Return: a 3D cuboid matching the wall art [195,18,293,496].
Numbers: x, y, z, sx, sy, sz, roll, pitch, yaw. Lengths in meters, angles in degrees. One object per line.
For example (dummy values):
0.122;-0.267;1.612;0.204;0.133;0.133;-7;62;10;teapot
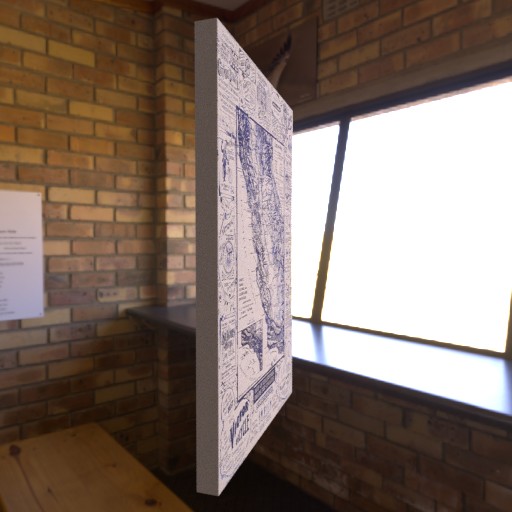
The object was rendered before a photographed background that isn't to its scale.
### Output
0.000;0.000;0.946;0.039;0.753;0.511;1;2;18;wall art
